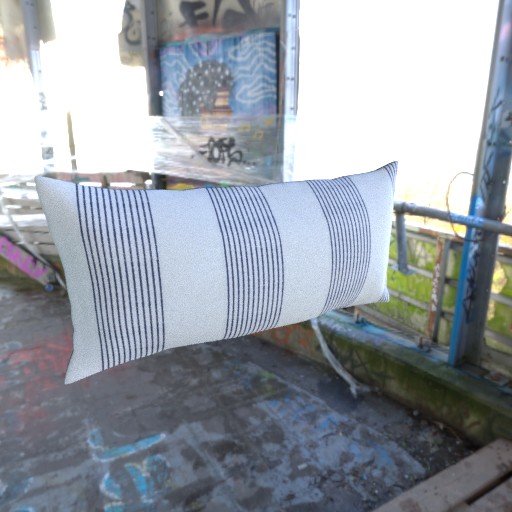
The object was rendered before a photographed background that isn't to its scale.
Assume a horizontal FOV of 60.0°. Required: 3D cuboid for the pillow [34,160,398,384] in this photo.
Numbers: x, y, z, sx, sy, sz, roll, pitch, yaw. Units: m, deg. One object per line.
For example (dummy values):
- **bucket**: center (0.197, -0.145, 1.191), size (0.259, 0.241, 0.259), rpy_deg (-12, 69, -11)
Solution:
- **pillow**: center (0.000, 0.000, 0.716), size (0.610, 0.287, 0.151), rpy_deg (-9, 19, -27)
